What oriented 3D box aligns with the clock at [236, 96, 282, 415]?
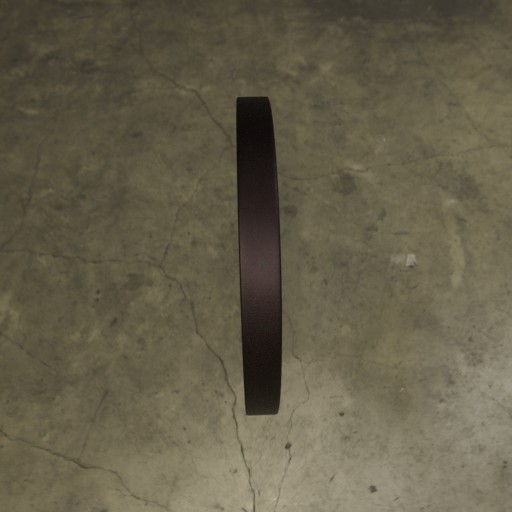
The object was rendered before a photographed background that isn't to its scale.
[{"bbox_3d":[0.000,0.000,0.463,0.029,0.314,0.314,-2,59,-1],"label":"clock"}]
